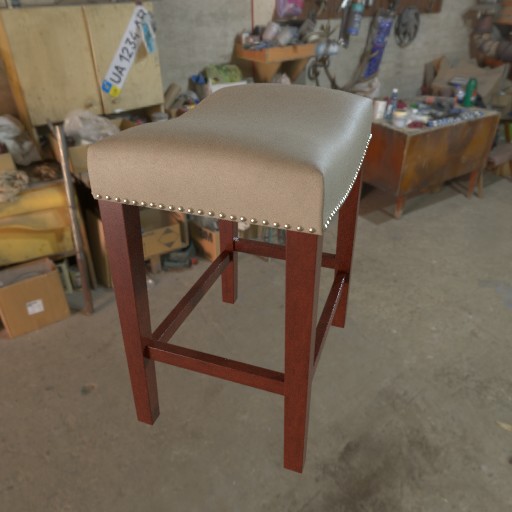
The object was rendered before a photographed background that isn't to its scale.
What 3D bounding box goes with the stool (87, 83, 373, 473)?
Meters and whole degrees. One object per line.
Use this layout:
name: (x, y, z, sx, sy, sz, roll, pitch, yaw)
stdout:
stool: (0.000, 0.000, 0.951, 0.375, 0.632, 0.509, 10, 32, 17)
